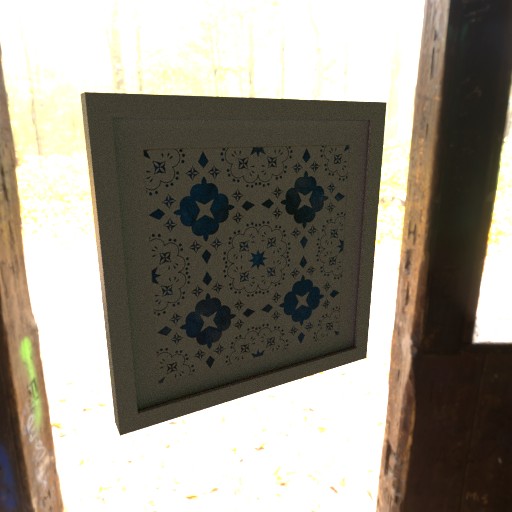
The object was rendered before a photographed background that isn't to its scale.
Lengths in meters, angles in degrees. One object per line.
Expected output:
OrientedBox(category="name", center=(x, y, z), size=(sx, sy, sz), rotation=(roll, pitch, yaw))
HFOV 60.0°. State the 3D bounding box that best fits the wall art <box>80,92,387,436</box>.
OrientedBox(category="wall art", center=(0.000, 0.000, 0.529), size=(0.355, 0.355, 0.027), rotation=(-9, 18, -27))
